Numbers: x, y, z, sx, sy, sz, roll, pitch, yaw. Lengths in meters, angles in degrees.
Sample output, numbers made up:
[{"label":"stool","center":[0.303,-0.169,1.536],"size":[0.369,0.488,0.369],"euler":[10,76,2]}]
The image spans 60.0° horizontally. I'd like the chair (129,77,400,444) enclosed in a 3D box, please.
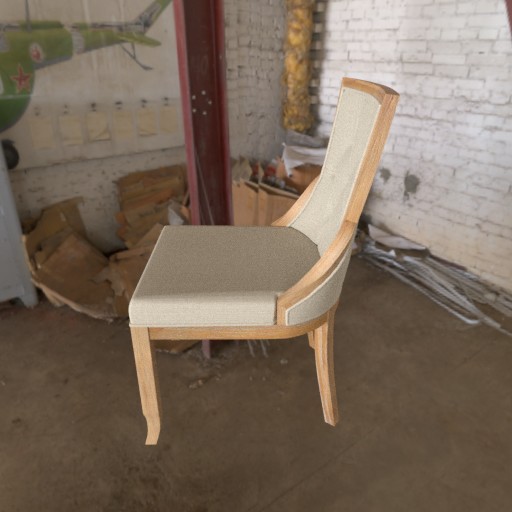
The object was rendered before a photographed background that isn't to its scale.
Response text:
[{"label":"chair","center":[0.000,0.000,1.303],"size":[0.641,0.947,0.524],"euler":[0,26,-1]}]
